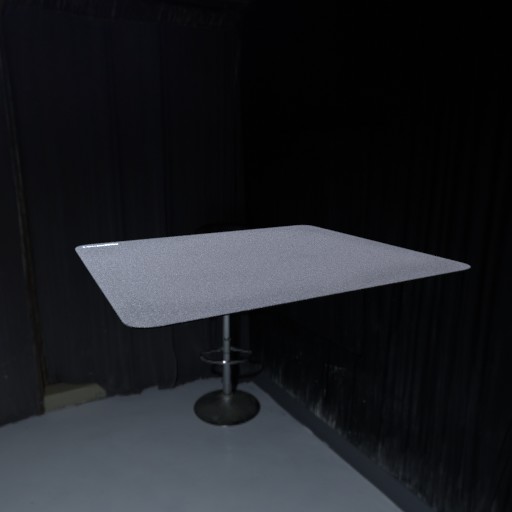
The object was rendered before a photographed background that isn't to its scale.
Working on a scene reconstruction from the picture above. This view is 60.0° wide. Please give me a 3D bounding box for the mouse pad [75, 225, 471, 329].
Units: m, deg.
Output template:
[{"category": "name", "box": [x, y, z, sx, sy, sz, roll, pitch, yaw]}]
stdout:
[{"category": "mouse pad", "box": [0.000, 0.000, 0.642, 0.451, 0.002, 0.393, -7, 15, -27]}]
